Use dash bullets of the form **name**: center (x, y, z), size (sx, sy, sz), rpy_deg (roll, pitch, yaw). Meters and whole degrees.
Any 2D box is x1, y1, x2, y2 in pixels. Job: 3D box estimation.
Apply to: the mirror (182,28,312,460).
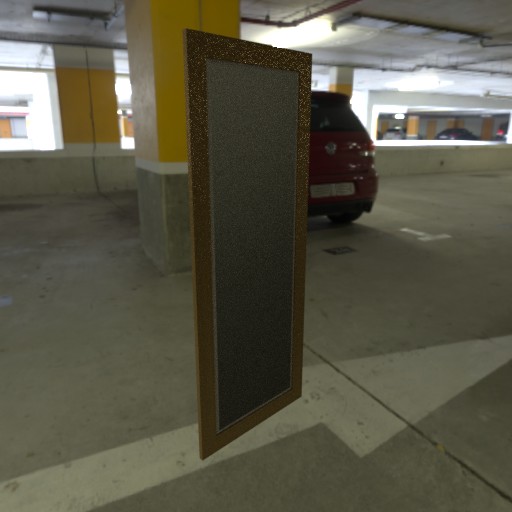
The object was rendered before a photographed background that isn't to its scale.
- **mirror**: center (0.000, 0.000, 2.308), size (0.025, 2.031, 0.812), rpy_deg (15, 21, 42)
